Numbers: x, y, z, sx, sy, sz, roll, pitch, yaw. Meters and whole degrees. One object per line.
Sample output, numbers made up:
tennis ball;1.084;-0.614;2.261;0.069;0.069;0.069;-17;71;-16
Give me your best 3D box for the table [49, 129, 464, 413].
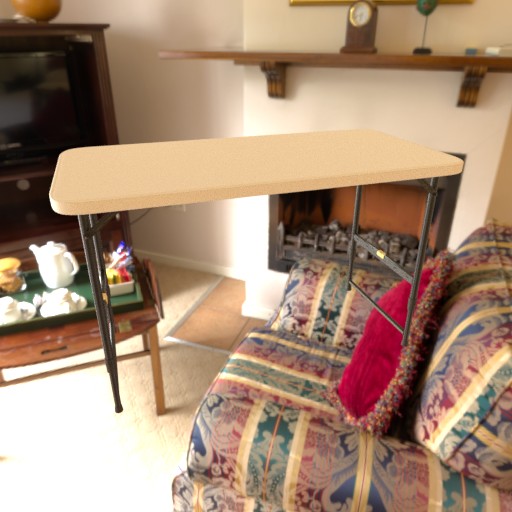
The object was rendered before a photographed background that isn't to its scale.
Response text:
table;0.000;0.000;1.611;1.219;0.737;0.610;-8;28;-16
